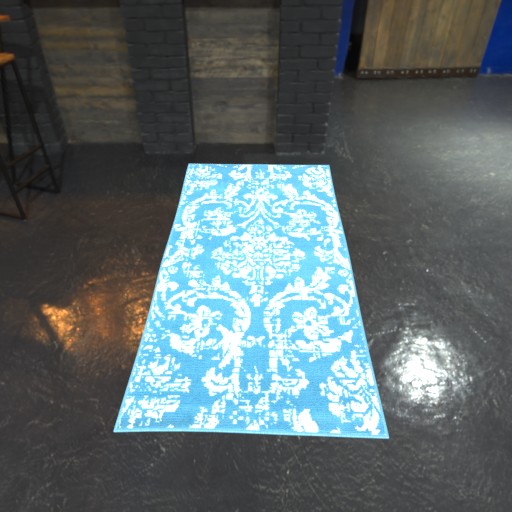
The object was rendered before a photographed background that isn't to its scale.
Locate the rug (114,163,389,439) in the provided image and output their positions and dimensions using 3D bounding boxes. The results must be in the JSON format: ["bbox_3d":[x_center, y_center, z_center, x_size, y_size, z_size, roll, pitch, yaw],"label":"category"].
[{"bbox_3d":[0.000,0.000,1.433,0.604,0.007,1.219,1,40,1],"label":"rug"}]
